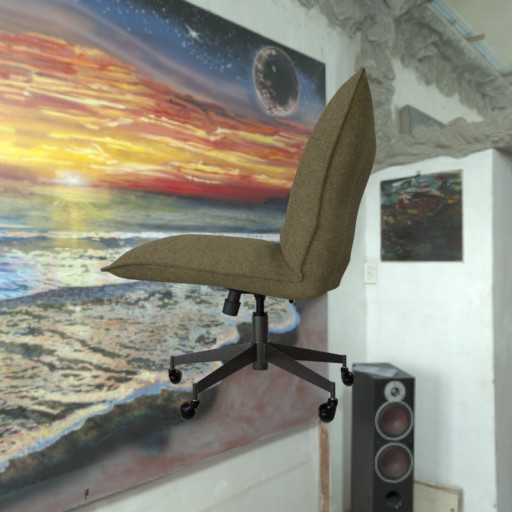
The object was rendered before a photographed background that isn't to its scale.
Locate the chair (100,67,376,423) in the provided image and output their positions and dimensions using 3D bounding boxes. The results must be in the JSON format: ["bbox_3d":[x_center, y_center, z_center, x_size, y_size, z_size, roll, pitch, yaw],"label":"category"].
[{"bbox_3d":[0.000,0.000,1.325,0.696,0.811,0.597,0,-1,17],"label":"chair"}]
